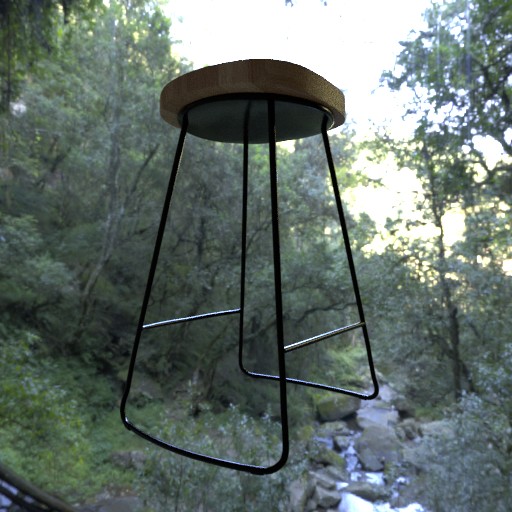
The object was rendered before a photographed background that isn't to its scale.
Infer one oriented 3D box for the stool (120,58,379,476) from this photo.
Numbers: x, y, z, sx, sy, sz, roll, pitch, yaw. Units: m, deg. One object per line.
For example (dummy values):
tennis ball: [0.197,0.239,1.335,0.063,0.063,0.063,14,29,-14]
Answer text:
stool: [0.000,0.000,0.954,0.401,0.679,0.480,0,0,35]
